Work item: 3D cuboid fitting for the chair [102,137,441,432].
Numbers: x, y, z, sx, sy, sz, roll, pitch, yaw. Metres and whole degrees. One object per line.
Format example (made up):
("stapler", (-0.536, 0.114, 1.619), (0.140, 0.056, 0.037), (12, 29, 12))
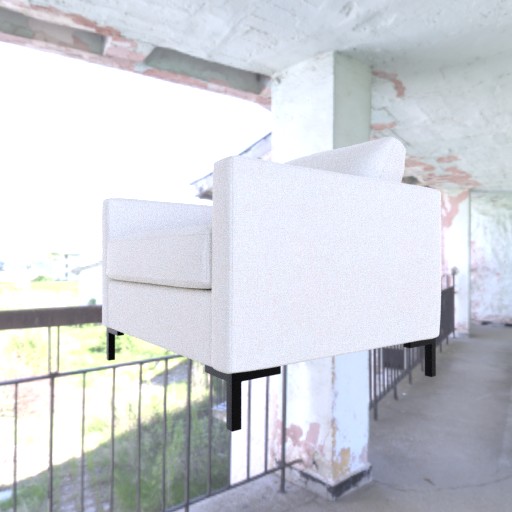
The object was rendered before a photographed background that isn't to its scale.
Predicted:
("chair", (0.000, 0.000, 1.601), (0.875, 0.806, 0.964), (0, 0, -36))
